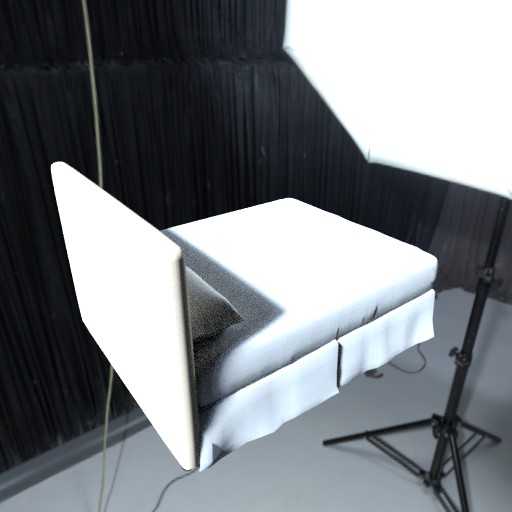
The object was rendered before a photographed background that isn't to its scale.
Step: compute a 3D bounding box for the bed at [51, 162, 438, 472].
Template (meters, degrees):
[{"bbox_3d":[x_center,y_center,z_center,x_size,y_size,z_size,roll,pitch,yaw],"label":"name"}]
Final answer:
[{"bbox_3d":[0.000,0.000,3.140,2.142,1.330,1.748,-18,32,-32],"label":"bed"}]
